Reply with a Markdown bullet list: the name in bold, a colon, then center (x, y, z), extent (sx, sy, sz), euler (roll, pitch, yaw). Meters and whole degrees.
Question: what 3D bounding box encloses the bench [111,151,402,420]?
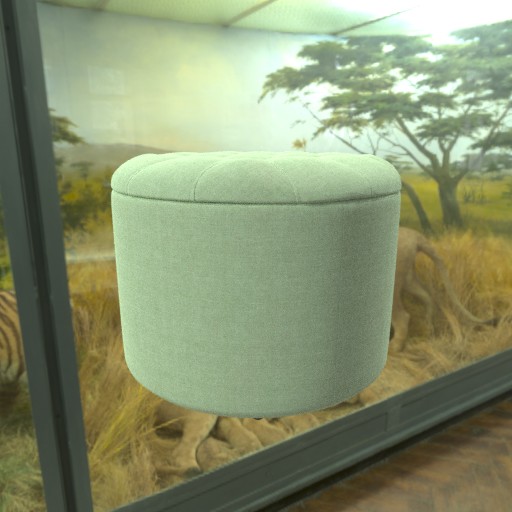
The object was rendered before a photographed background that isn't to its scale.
- **bench**: center (0.000, 0.000, 0.996), extent (0.600, 0.453, 0.600), euler (0, 15, 0)
